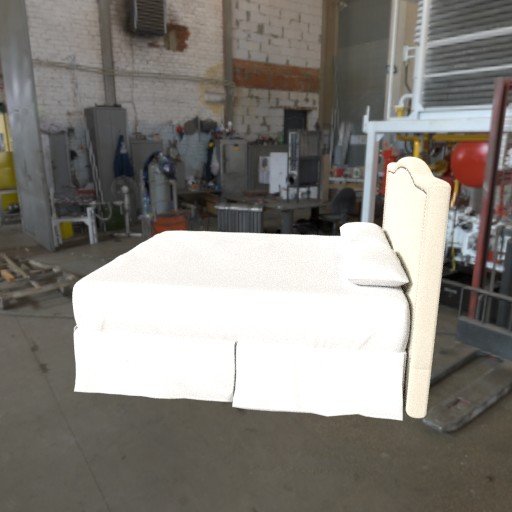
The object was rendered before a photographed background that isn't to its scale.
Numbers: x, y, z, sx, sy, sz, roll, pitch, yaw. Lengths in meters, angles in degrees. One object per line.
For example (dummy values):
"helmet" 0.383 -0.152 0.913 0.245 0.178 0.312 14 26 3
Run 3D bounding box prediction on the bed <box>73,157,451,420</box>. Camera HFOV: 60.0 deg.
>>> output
"bed" 0.000 0.000 3.285 2.196 1.449 1.741 2 15 9
